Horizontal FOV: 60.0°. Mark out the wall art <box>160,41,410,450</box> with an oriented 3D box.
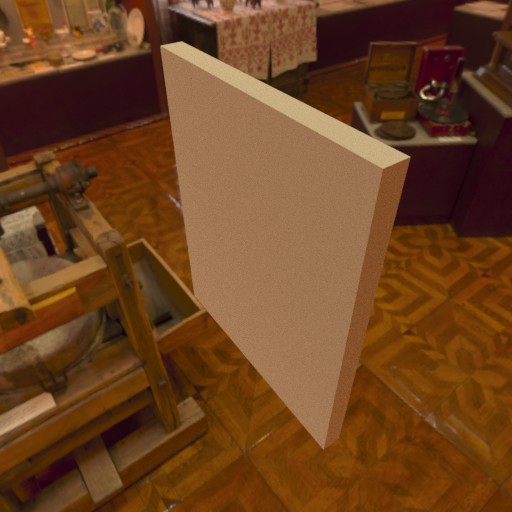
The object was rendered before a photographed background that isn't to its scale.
[{"bbox_3d":[0.000,0.000,0.731,0.039,0.553,0.451,-25,47,-26],"label":"wall art"}]
